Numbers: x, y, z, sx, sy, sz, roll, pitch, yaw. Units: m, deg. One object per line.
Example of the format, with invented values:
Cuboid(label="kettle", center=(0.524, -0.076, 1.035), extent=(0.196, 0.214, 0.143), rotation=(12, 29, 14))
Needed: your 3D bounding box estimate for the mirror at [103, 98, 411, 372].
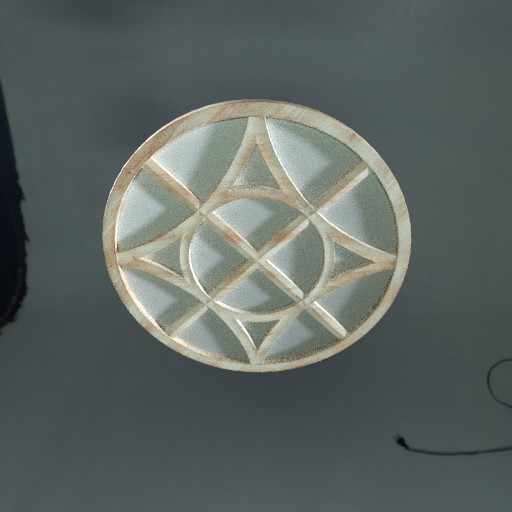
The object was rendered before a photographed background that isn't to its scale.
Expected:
Cuboid(label="mirror", center=(0.000, 0.000, 1.052), extent=(0.710, 0.710, 0.038), rotation=(1, 30, 1))
